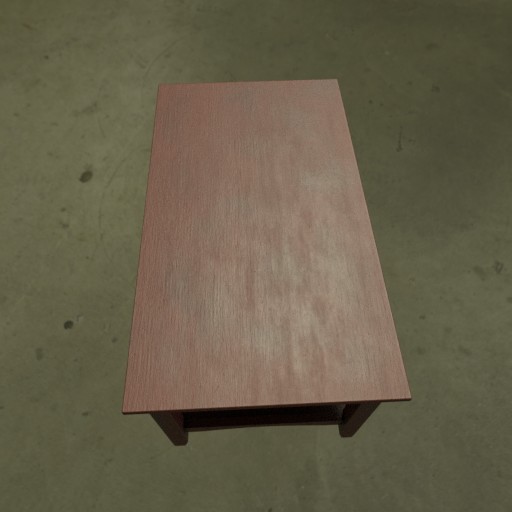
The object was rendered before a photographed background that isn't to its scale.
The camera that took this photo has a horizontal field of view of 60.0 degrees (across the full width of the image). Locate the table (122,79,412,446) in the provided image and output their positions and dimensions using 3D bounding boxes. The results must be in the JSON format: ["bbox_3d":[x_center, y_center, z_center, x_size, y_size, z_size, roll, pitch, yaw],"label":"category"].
[{"bbox_3d":[0.000,0.000,1.253,0.533,0.456,0.943,-2,57,-1],"label":"table"}]
